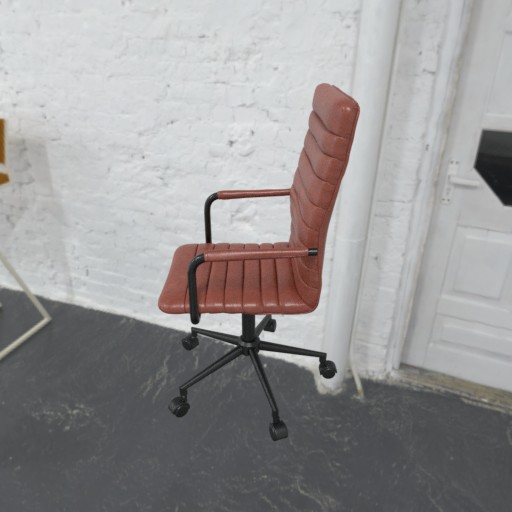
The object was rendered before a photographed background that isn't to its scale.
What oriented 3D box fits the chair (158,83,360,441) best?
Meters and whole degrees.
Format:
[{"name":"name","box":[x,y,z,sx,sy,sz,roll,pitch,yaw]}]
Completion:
[{"name":"chair","box":[0.000,0.000,1.383,0.580,0.979,0.608,0,27,0]}]
